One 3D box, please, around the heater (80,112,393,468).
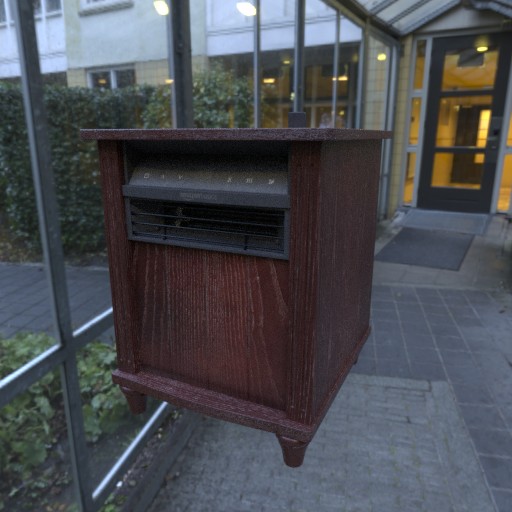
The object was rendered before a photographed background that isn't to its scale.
[{"bbox_3d":[0.000,0.000,0.753,0.362,0.481,0.400,7,17,25],"label":"heater"}]
